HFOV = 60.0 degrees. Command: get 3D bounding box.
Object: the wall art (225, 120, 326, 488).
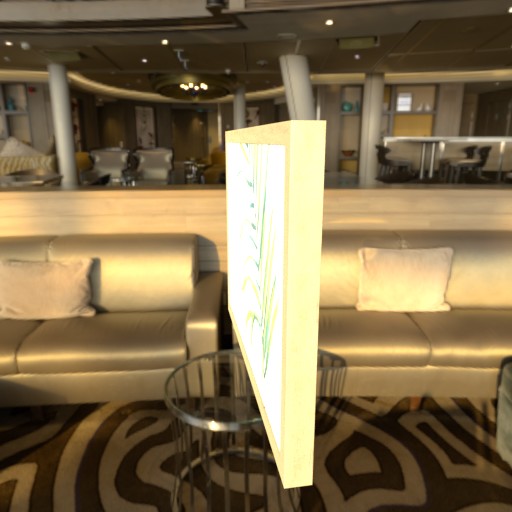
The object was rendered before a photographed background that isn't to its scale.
[{"bbox_3d":[0.000,0.000,0.686,0.032,0.380,0.532,-3,15,-10],"label":"wall art"}]
